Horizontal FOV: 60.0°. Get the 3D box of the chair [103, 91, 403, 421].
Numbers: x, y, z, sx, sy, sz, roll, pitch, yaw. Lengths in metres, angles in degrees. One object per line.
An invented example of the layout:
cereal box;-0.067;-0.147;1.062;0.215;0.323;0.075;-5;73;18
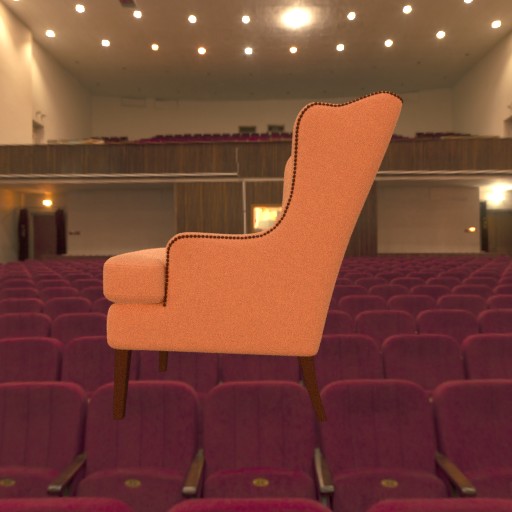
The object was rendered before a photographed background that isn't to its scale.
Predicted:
chair;0.000;0.000;1.691;0.940;1.029;0.737;0;-1;1
